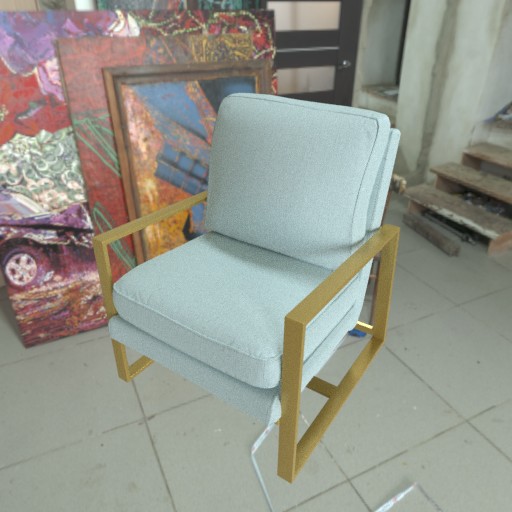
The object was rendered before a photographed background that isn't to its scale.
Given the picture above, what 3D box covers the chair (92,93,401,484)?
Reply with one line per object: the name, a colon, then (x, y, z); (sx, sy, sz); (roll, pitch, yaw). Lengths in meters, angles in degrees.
chair: (0.000, 0.000, 1.511); (0.758, 0.956, 0.813); (19, 35, 30)
